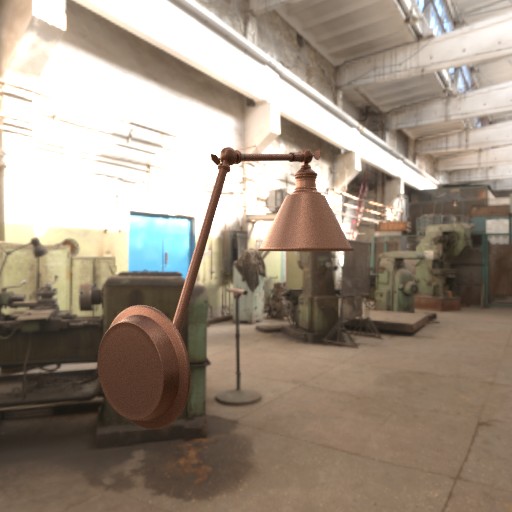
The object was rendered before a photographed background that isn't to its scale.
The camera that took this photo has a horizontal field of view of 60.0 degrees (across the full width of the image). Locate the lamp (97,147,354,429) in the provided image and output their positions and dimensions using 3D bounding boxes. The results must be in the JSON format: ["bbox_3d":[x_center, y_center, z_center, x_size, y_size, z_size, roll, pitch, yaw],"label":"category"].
[{"bbox_3d":[0.000,0.000,0.880,0.223,0.502,0.624,0,0,35],"label":"lamp"}]
